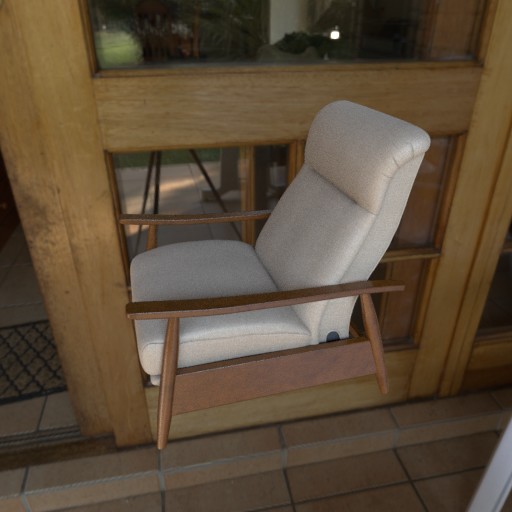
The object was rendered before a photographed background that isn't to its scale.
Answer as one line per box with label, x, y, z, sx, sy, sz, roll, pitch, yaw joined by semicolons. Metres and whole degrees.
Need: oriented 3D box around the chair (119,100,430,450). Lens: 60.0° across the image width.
chair;0.000;0.000;1.791;1.030;1.082;0.762;-8;30;-15
